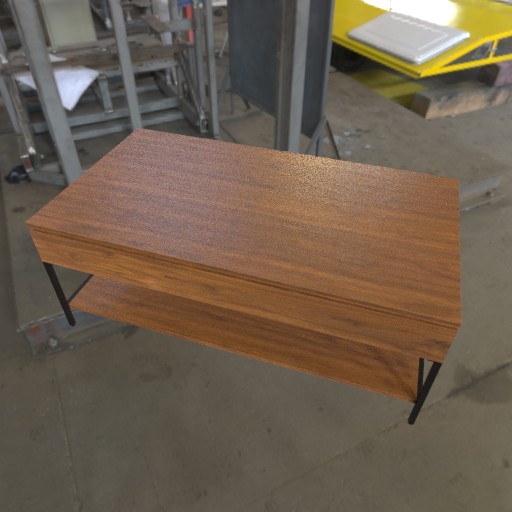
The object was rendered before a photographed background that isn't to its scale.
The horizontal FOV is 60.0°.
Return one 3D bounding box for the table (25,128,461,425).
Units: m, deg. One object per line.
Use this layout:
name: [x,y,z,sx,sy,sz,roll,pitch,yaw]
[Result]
table: [0.000,0.000,1.351,1.057,0.414,0.574,12,43,14]
